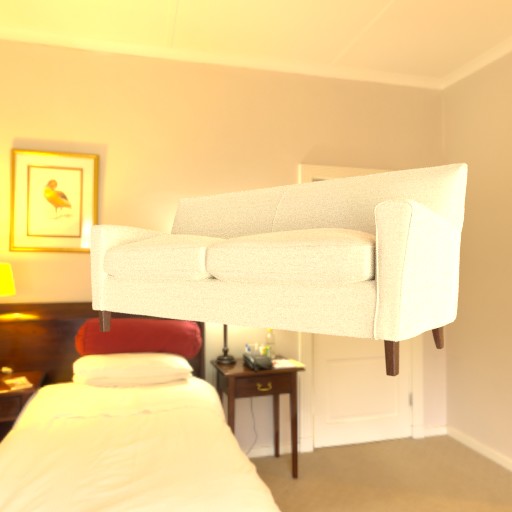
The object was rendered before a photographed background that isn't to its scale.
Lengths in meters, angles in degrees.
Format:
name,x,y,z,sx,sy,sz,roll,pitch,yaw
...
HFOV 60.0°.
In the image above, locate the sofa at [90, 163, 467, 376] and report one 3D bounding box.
name,x,y,z,sx,sy,sz,roll,pitch,yaw
sofa,0.000,0.000,2.444,2.001,0.907,0.841,-1,-1,37
